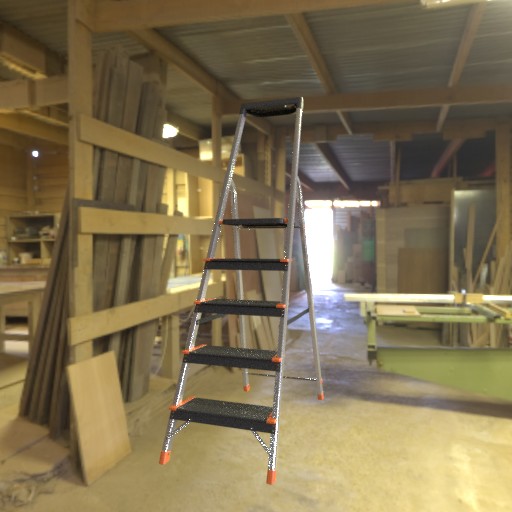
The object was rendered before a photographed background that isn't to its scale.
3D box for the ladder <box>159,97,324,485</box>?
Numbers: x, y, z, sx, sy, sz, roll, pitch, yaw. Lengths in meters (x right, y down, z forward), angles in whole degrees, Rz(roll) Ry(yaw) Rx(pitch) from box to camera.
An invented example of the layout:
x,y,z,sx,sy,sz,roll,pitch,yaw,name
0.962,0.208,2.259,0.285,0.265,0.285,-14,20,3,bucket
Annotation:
x,y,z,sx,sy,sz,roll,pitch,yaw,name
0.000,0.000,2.142,0.480,1.646,0.995,0,1,19,ladder
